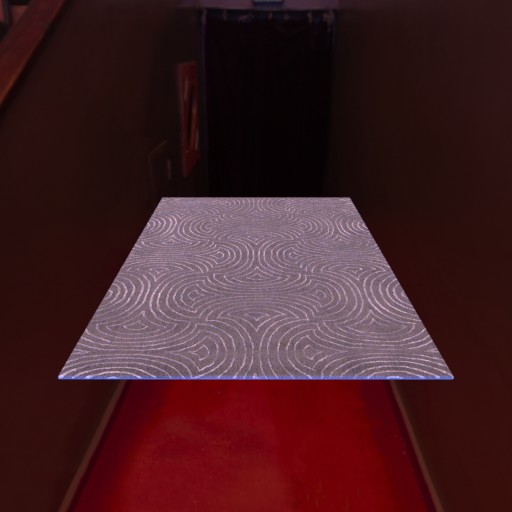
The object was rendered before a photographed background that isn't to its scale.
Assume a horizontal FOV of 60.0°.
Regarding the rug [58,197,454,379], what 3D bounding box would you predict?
[{"bbox_3d":[0.000,0.000,2.687,1.543,0.015,2.144,0,26,0],"label":"rug"}]
